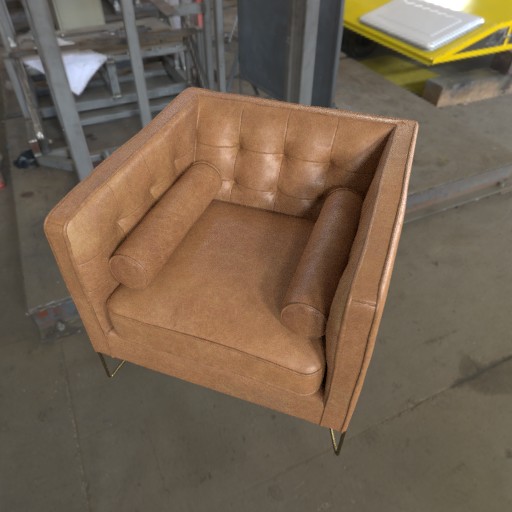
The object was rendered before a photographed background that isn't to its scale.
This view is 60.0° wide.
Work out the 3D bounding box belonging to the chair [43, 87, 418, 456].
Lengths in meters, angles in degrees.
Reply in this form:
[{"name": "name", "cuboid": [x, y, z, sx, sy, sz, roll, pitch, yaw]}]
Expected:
[{"name": "chair", "cuboid": [0.000, 0.000, 1.613, 0.920, 0.797, 0.912, 14, 45, 14]}]
